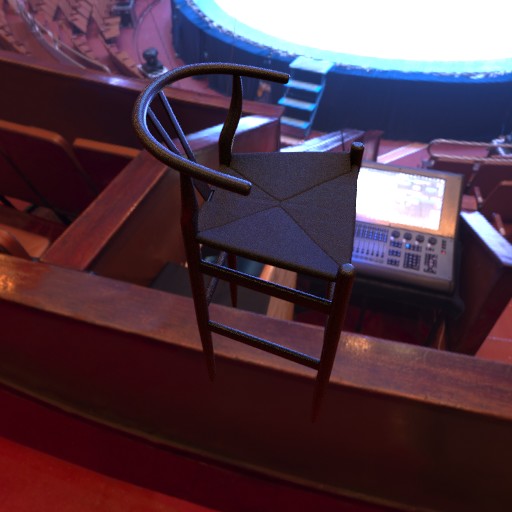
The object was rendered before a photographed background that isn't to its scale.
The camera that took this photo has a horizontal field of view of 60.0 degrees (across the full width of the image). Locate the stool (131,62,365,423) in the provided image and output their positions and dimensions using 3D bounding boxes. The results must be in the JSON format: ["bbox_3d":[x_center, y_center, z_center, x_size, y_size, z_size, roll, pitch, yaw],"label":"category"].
[{"bbox_3d":[0.000,0.000,1.437,0.579,1.072,0.569,9,47,8],"label":"stool"}]
